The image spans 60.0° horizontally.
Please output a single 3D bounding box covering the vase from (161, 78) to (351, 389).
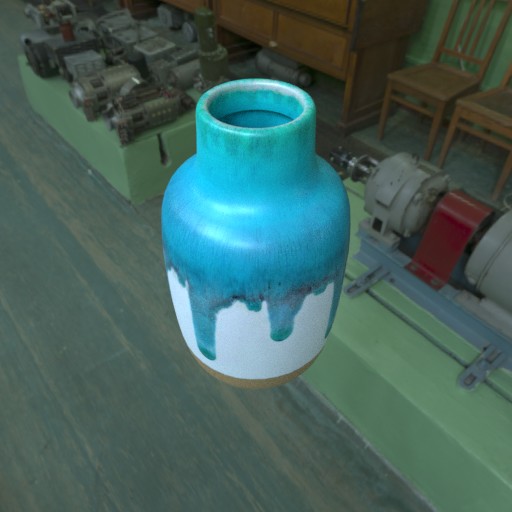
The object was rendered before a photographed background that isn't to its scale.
[{"bbox_3d":[0.000,0.000,0.263,0.106,0.192,0.106,0,45,0],"label":"vase"}]
